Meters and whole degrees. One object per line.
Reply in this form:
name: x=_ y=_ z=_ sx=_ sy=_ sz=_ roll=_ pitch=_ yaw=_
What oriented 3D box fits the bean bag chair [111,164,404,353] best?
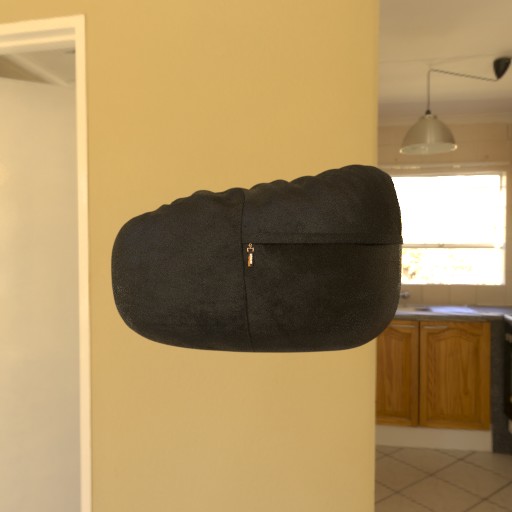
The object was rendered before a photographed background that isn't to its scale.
bean bag chair: x=0.000 y=0.000 z=2.463 sx=1.524 sy=0.878 sz=1.524 roll=0 pitch=1 yaw=0
